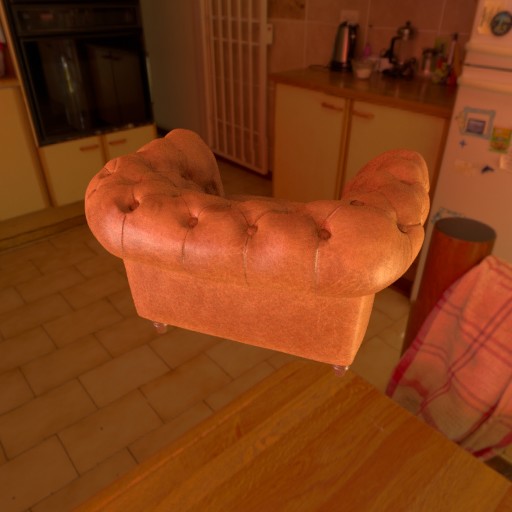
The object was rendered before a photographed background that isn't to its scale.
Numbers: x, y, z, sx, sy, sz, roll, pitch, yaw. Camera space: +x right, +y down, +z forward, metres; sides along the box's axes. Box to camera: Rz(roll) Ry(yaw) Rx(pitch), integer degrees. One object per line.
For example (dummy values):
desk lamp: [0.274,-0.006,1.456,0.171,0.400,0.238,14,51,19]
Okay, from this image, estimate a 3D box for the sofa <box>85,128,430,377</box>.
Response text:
sofa: [0.000,0.000,2.052,1.405,0.878,1.033,10,33,16]
